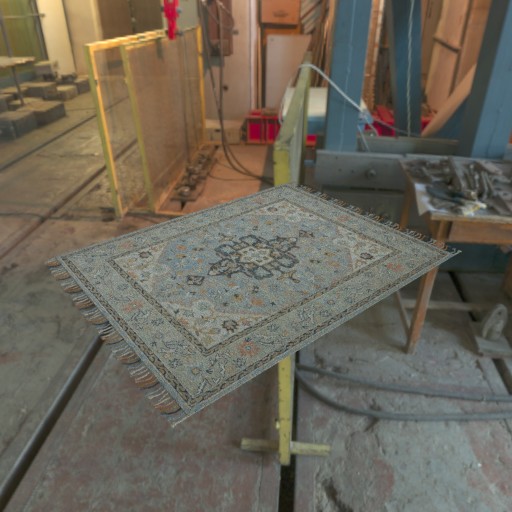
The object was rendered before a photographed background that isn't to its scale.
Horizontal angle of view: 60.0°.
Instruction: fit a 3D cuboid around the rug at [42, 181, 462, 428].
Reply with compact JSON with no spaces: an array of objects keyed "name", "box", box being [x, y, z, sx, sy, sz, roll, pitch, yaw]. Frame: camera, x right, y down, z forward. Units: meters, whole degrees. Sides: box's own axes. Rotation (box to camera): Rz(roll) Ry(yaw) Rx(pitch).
[{"name":"rug","box":[0.000,0.000,4.199,3.221,0.011,2.379,-23,38,-33]}]
